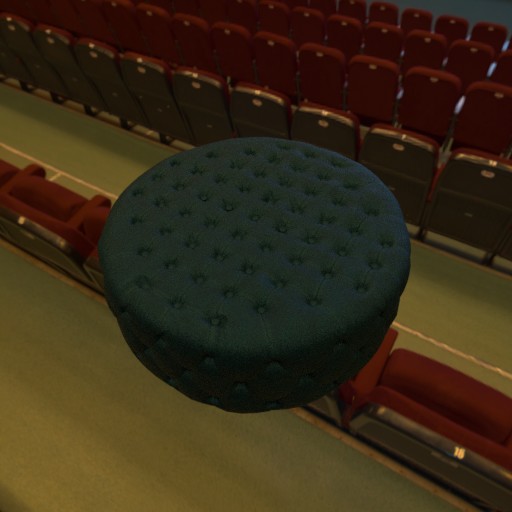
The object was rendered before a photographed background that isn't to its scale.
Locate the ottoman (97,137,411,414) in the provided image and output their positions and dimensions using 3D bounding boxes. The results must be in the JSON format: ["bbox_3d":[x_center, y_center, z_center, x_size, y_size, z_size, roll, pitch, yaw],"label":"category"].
[{"bbox_3d":[0.000,0.000,1.528,0.998,0.398,0.998,0,46,0],"label":"ottoman"}]
